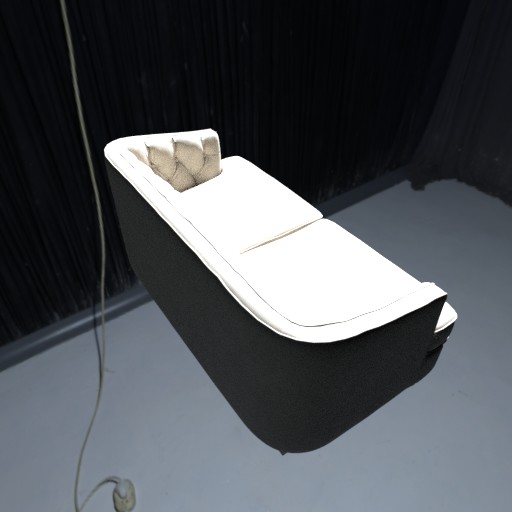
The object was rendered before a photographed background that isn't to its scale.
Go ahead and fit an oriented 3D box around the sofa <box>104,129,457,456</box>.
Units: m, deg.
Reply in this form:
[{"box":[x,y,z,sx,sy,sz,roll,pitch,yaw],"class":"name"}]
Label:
[{"box":[0.000,0.000,2.223,0.940,0.878,1.731,-24,46,-26],"class":"sofa"}]
